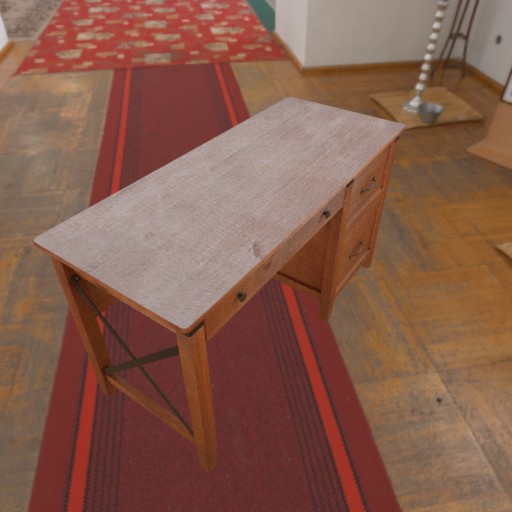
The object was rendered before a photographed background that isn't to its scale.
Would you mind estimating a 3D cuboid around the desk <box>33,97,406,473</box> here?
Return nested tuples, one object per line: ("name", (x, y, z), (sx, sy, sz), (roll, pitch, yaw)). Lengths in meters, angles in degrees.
("desk", (0.000, 0.000, 1.761), (0.574, 0.756, 1.353), (24, 45, 26))
